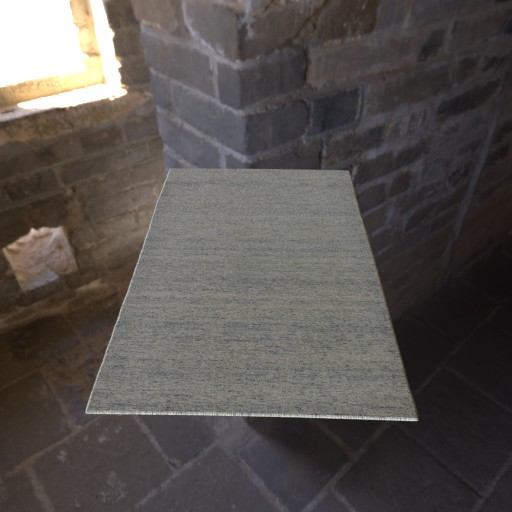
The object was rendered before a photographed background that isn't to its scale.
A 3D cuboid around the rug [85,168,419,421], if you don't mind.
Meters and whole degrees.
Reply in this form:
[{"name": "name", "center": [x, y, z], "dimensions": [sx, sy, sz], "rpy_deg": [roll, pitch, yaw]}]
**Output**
[{"name": "rug", "center": [0.000, 0.000, 2.868], "dimensions": [1.523, 0.017, 2.263], "rpy_deg": [1, 40, 1]}]
